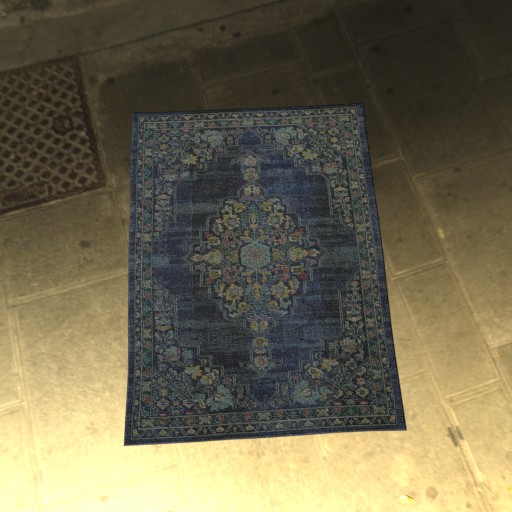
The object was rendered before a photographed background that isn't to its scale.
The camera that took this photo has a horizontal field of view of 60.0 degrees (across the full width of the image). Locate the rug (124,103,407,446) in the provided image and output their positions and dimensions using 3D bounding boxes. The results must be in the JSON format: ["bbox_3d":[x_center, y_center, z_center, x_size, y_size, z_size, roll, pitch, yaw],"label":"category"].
[{"bbox_3d":[0.000,0.000,4.700,2.716,0.035,3.612,-3,75,-1],"label":"rug"}]
